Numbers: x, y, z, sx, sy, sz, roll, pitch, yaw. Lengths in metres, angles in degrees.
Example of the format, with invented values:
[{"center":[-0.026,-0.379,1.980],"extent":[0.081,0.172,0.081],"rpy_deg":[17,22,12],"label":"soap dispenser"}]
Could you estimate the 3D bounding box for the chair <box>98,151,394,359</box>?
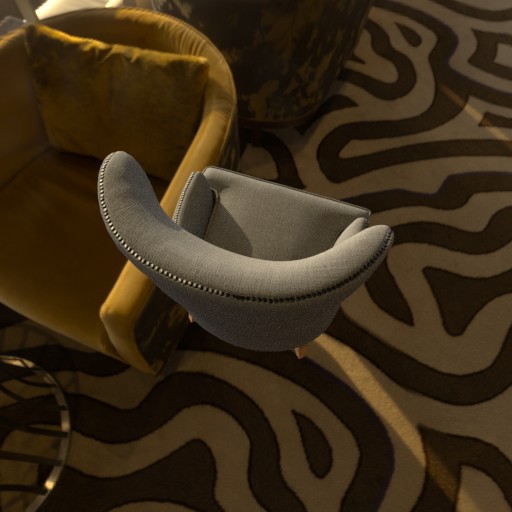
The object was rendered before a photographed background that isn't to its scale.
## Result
[{"center":[0.000,0.000,1.798],"extent":[0.864,1.176,0.883],"rpy_deg":[17,63,9],"label":"chair"}]
